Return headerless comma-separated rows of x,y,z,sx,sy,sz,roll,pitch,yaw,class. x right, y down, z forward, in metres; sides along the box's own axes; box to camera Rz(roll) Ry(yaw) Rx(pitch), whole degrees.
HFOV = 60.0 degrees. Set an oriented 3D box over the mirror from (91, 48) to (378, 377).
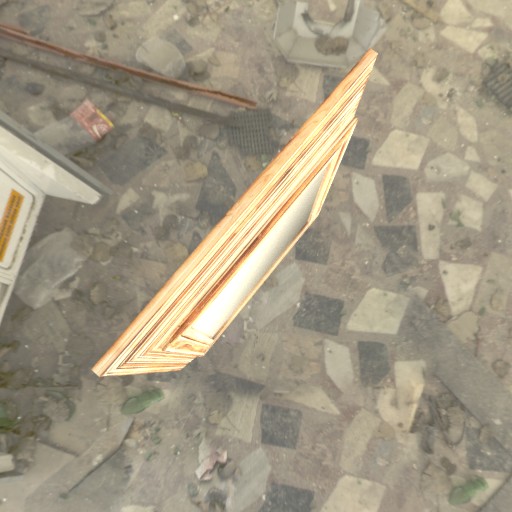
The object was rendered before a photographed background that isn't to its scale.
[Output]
0.000,0.000,1.202,0.061,0.804,0.804,38,79,9,mirror
